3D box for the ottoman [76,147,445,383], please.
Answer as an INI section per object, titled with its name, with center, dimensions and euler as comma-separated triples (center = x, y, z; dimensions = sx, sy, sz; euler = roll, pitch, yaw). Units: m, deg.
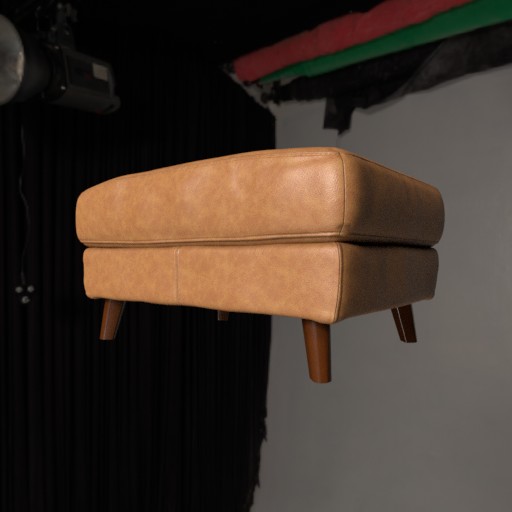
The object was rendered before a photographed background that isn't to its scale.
[ottoman]
center = 0.000, 0.000, 1.220
dimensions = 0.869, 0.461, 0.630
euler = 0, 0, 38
